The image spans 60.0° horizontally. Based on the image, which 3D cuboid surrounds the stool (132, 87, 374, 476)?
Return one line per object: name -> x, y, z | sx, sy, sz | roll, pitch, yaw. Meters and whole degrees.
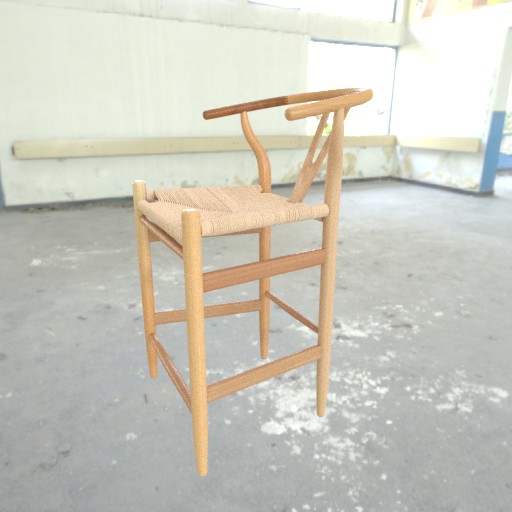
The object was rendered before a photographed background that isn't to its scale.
stool -> 0.000, 0.000, 1.282 | 0.575, 0.923, 0.536 | -8, 19, -25
